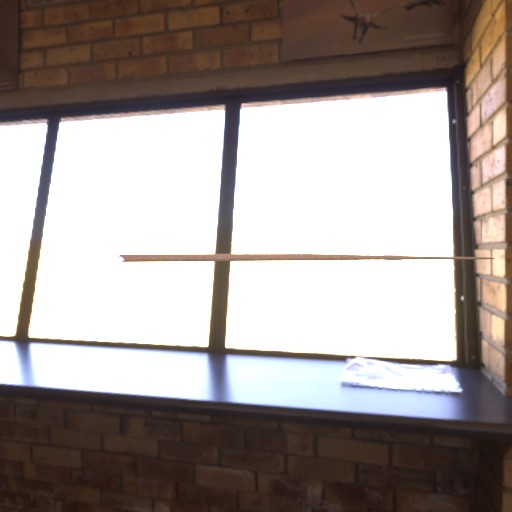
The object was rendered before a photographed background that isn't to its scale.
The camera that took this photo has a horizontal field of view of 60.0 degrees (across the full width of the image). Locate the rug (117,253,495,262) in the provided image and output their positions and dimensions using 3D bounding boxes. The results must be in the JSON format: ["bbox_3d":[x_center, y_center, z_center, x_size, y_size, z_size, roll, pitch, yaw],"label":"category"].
[{"bbox_3d":[0.000,0.000,3.984,2.363,0.012,2.980,0,1,-18],"label":"rug"}]
